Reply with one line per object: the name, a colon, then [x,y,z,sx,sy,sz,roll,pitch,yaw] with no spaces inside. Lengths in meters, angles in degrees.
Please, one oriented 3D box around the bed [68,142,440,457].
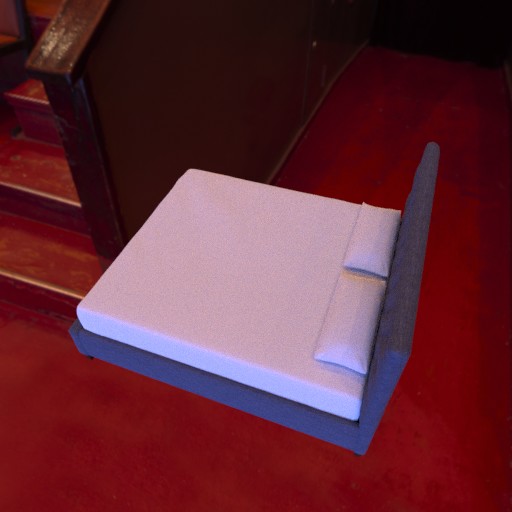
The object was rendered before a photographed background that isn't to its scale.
bed: [0.000,0.000,3.628,2.387,1.427,2.078,15,48,14]
